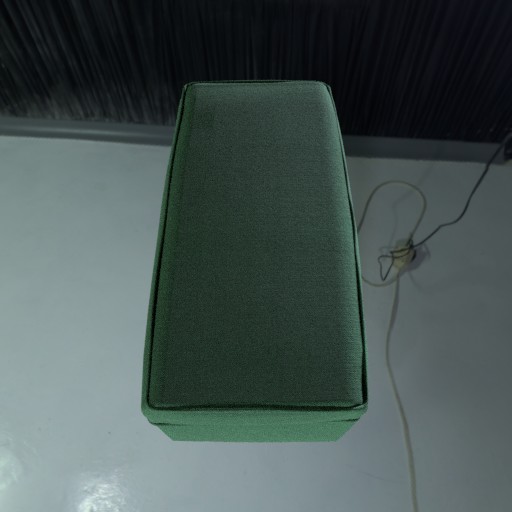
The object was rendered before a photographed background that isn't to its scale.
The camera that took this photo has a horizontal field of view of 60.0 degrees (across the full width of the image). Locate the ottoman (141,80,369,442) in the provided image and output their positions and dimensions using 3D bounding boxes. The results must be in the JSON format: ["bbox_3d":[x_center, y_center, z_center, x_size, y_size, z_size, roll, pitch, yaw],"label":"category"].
[{"bbox_3d":[0.000,0.000,1.242,0.483,0.471,0.957,0,59,0],"label":"ottoman"}]
